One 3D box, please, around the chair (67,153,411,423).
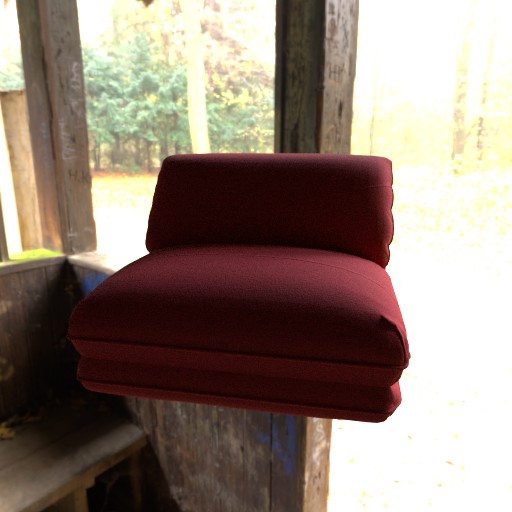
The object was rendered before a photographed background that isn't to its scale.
[{"bbox_3d":[0.000,0.000,1.317,0.820,0.580,0.780,3,15,11],"label":"chair"}]
